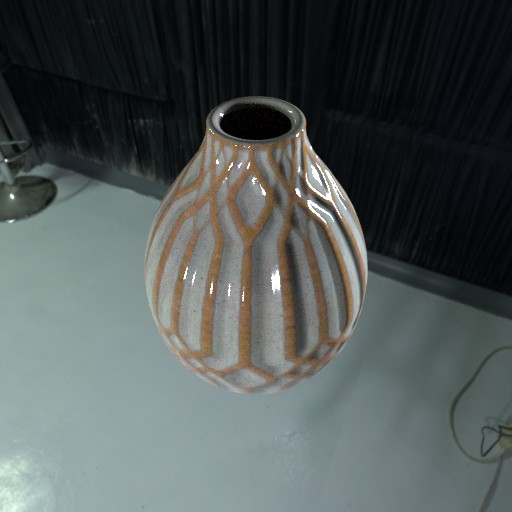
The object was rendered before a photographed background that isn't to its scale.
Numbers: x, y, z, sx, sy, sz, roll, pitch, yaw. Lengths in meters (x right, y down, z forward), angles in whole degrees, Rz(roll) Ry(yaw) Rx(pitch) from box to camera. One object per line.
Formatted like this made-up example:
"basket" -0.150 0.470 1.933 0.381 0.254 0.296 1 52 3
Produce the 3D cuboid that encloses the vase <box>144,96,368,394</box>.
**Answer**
"vase" 0.000 0.000 0.259 0.131 0.175 0.131 0 46 0
